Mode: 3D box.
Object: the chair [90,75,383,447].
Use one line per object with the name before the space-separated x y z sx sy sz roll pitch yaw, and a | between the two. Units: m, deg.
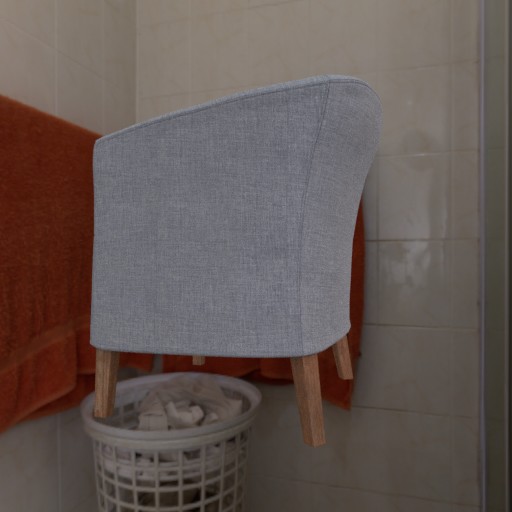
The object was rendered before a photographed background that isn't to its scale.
chair | 0.000 0.000 1.220 0.668 0.771 0.600 0 1 19
